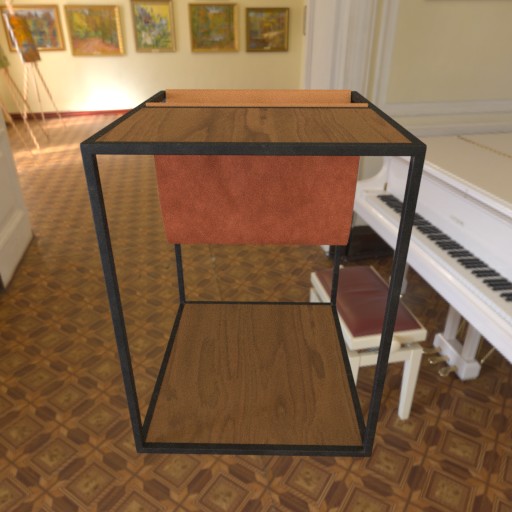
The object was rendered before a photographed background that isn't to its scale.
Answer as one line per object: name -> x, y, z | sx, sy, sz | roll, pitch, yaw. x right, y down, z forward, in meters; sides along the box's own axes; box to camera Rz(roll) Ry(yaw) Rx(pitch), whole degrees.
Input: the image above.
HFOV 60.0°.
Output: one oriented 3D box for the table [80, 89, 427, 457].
table -> 0.000, 0.000, 0.830 | 0.399, 0.536, 0.450 | 1, 28, 1
